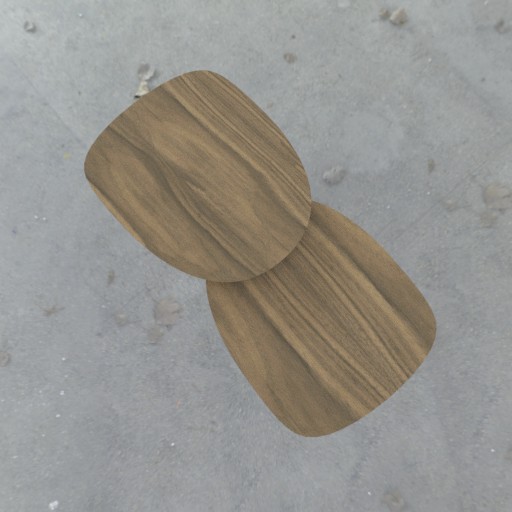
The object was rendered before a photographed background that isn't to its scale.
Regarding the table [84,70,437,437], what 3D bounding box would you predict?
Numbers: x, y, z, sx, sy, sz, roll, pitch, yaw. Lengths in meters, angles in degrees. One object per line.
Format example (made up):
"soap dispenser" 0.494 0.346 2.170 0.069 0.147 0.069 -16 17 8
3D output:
"table" 0.000 0.000 1.400 0.527 0.429 1.084 -39 79 -9
